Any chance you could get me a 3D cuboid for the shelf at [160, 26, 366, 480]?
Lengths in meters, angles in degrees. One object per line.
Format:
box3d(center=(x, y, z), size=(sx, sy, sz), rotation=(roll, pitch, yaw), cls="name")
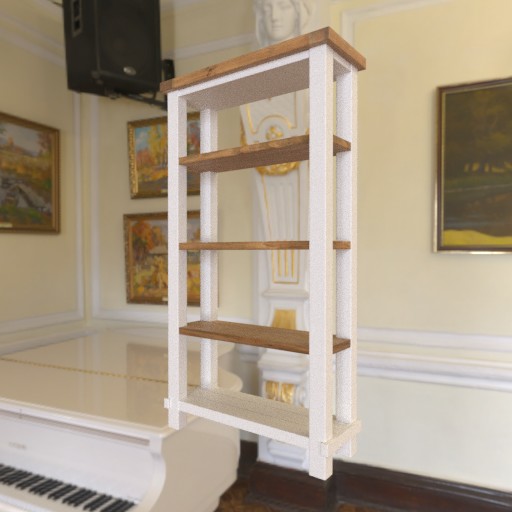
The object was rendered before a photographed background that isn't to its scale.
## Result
box3d(center=(0.000, 0.000, 2.266), size=(1.022, 1.878, 0.381), rotation=(0, 1, 37), cls="shelf")
